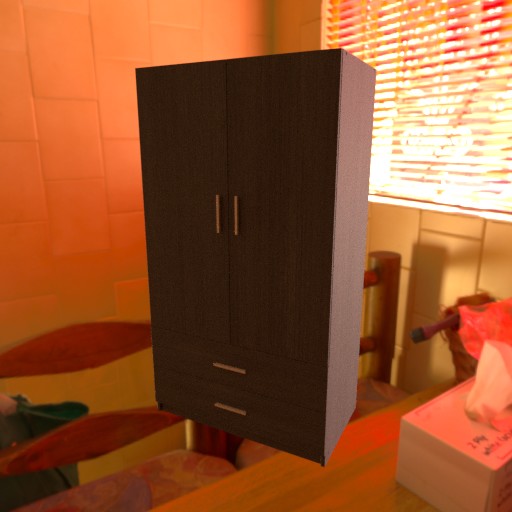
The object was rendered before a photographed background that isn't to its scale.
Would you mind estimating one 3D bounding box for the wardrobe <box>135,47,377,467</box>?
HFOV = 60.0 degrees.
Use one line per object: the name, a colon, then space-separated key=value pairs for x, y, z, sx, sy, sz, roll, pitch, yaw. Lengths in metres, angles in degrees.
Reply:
wardrobe: x=0.000 y=0.000 z=2.294 sx=0.991 sy=1.808 sz=0.577 roll=7 pitch=16 yaw=27
